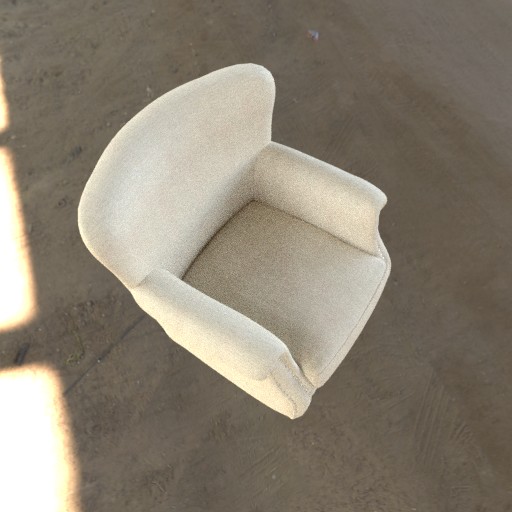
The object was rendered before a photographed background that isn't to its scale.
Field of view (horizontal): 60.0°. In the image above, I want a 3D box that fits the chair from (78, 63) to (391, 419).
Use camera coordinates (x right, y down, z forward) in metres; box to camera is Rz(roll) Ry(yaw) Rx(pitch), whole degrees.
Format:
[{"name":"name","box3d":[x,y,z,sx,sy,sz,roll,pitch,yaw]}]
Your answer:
[{"name":"chair","box3d":[0.000,0.000,1.647,0.921,0.936,0.861,31,65,17]}]
